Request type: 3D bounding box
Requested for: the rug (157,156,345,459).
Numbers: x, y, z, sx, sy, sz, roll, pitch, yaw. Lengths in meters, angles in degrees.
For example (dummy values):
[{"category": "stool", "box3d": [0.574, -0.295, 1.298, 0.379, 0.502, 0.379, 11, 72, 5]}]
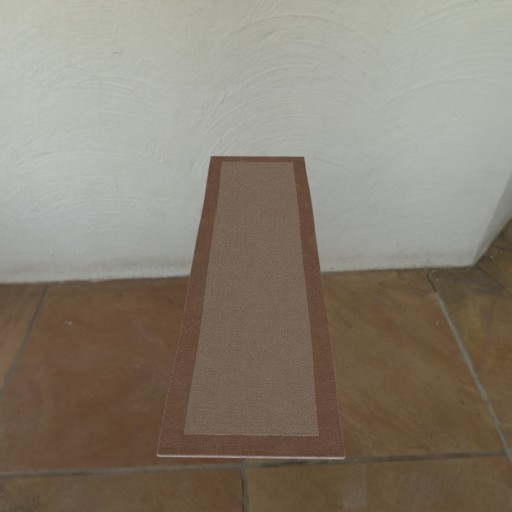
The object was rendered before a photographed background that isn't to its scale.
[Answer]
[{"category": "rug", "box3d": [0.000, 0.000, 2.681, 0.767, 0.012, 2.430, 1, 42, 1]}]
